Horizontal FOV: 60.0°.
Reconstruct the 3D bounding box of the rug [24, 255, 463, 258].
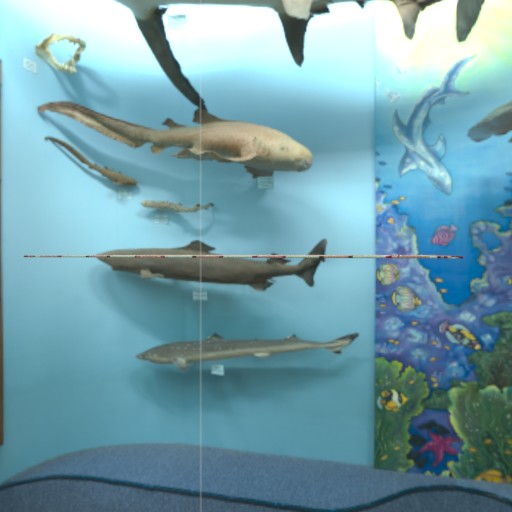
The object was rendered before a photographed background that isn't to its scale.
[{"bbox_3d":[0.000,0.000,2.302,1.817,0.008,1.223,0,0,18],"label":"rug"}]
